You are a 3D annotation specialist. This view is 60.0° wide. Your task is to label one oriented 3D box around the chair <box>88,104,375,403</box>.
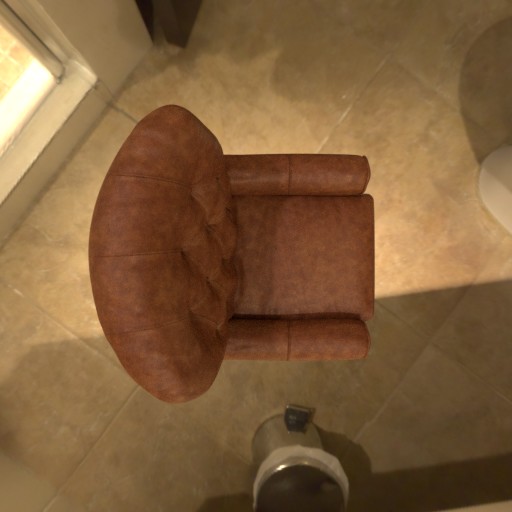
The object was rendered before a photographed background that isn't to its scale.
[{"bbox_3d":[0.000,0.000,1.881,1.059,1.164,0.951,0,90,-1],"label":"chair"}]
